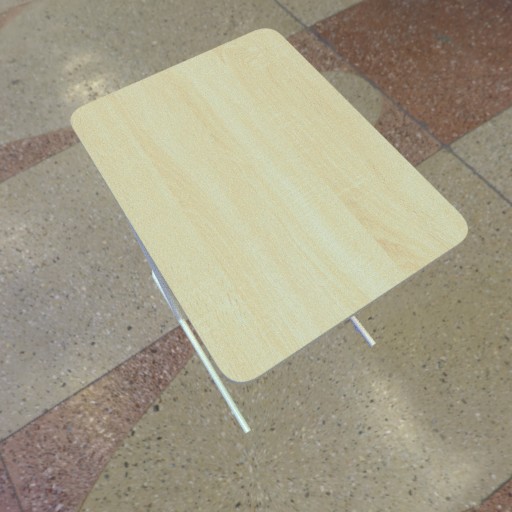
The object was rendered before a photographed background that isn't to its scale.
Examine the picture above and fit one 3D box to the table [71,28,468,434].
[{"bbox_3d":[0.000,0.000,0.862,0.370,0.550,0.480,-30,67,-14],"label":"table"}]
